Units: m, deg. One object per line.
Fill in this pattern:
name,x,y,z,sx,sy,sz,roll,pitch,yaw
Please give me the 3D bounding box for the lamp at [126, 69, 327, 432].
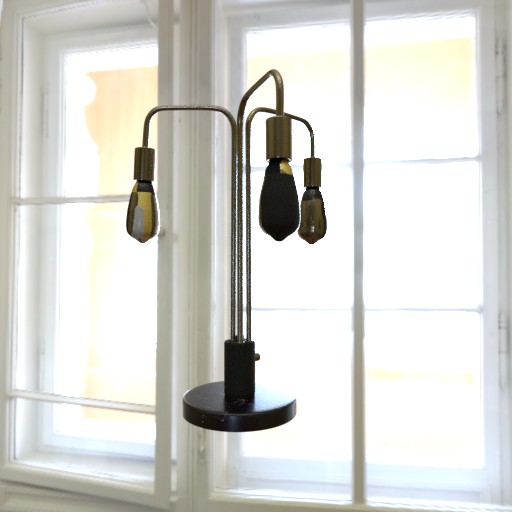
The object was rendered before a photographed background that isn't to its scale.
lamp,0.000,0.000,0.793,0.368,0.560,0.355,0,-1,-35
